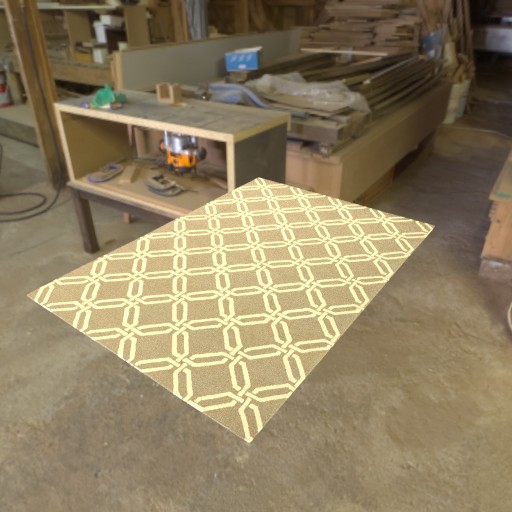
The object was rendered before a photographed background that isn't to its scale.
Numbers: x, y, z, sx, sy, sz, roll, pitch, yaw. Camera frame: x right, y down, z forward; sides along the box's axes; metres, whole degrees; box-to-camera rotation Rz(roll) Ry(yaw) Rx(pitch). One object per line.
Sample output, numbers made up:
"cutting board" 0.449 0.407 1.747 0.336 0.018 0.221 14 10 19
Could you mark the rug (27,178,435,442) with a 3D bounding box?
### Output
"rug" 0.000 0.000 4.385 2.441 0.020 3.419 21 37 31
